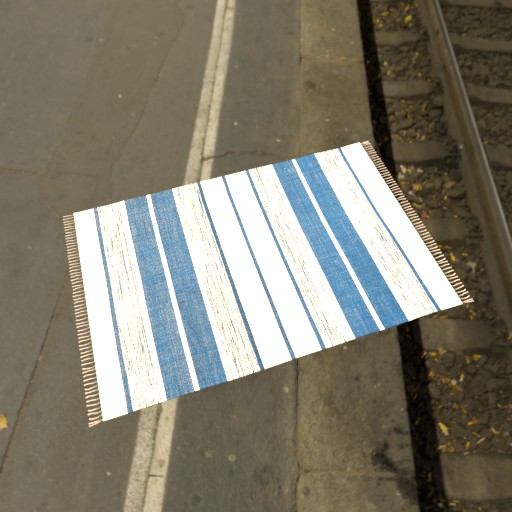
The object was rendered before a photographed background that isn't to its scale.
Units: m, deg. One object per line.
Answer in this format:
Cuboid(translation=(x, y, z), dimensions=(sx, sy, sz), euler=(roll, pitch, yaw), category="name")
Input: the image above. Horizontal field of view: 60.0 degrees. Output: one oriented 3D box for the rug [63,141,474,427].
Cuboid(translation=(0.000, 0.000, 3.026), dimensions=(2.441, 0.010, 1.532), euler=(-16, 59, -10), category="rug")
